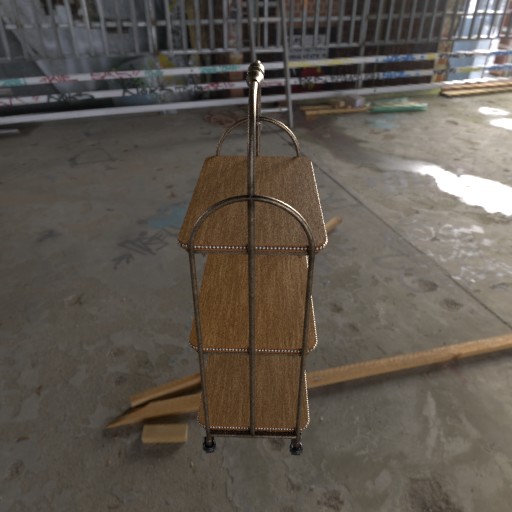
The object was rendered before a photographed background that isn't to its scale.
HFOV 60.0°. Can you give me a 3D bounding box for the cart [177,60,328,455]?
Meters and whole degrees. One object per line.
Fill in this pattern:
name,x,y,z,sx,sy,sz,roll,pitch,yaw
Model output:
cart,0.000,0.000,1.305,0.330,1.052,0.650,1,33,1
